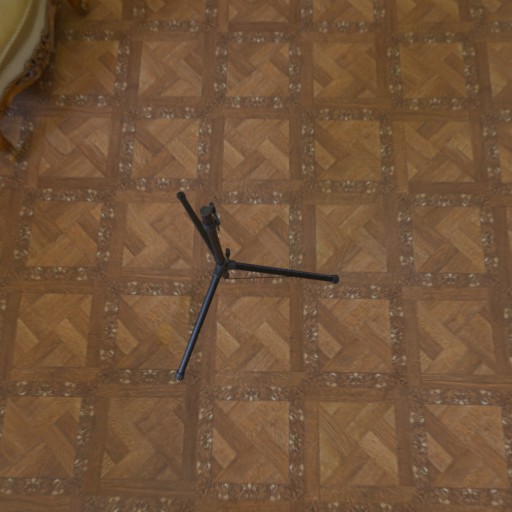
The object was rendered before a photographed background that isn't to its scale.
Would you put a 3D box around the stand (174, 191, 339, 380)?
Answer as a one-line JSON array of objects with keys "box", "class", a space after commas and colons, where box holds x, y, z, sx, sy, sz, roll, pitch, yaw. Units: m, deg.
[{"box": [0.000, 0.000, 1.897, 0.907, 1.136, 1.045, 0, 76, 0], "class": "stand"}]
